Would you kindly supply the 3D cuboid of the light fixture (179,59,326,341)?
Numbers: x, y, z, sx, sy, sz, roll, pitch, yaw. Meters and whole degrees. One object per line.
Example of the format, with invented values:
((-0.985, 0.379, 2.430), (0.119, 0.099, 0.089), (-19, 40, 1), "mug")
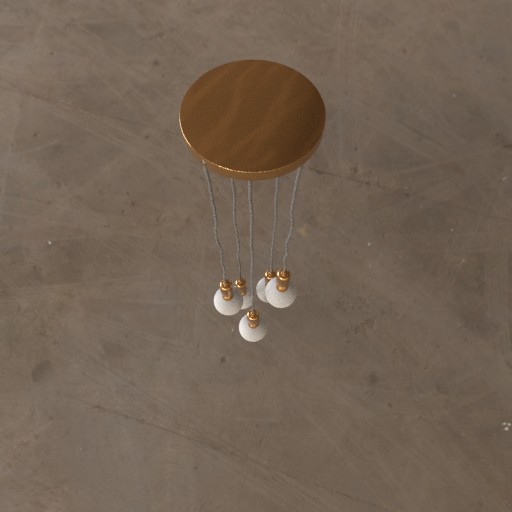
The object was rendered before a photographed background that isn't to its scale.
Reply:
((0.000, 0.000, 0.499), (0.108, 0.457, 0.105), (36, 70, 15), "light fixture")
